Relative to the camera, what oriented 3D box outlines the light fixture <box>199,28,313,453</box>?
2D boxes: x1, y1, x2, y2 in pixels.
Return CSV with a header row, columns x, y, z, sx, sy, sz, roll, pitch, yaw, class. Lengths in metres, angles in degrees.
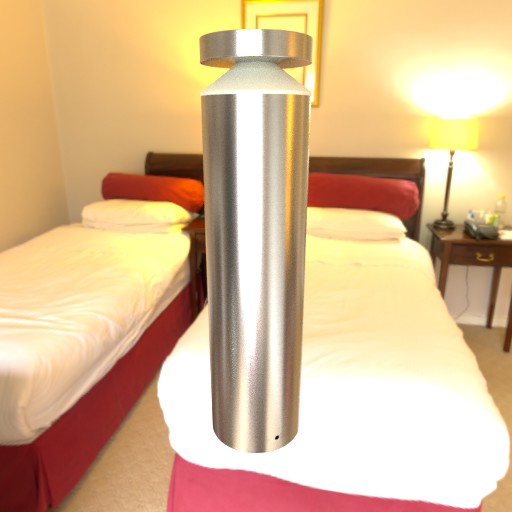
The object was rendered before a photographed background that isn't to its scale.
x,y,z,sx,sy,sz,roll,pitch,yaw,class
0.000,0.000,0.451,0.102,0.400,0.102,-8,19,-25,light fixture
